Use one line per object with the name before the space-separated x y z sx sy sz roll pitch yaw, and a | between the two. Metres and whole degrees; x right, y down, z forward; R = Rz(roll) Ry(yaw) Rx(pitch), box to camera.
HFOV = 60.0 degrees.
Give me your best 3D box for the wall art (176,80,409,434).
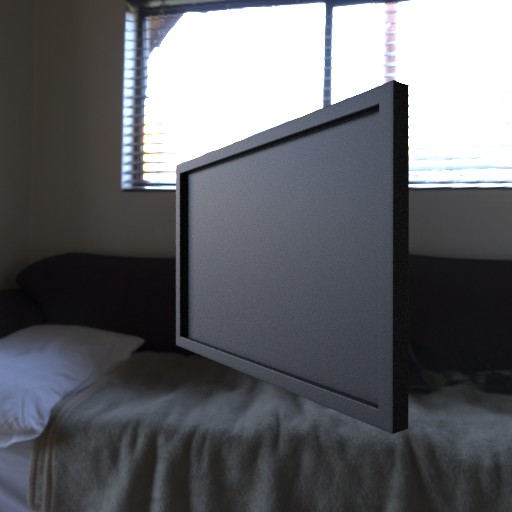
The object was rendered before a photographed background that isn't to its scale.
wall art | 0.000 0.000 0.565 0.021 0.301 0.443 0 0 -34
